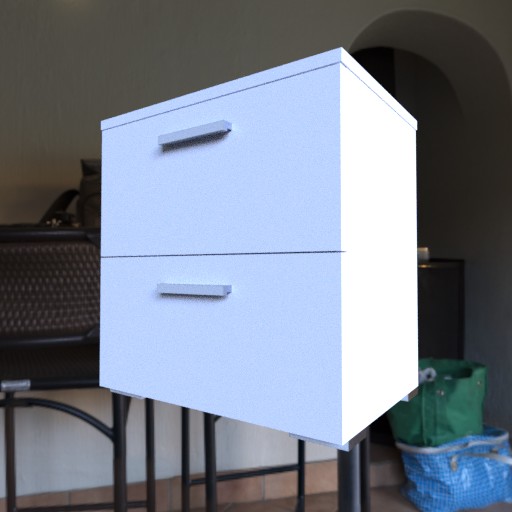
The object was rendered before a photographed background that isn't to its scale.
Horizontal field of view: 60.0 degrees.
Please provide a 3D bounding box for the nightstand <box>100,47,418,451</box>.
[{"bbox_3d":[0.000,0.000,0.742,0.441,0.460,0.325,-1,-2,35],"label":"nightstand"}]
